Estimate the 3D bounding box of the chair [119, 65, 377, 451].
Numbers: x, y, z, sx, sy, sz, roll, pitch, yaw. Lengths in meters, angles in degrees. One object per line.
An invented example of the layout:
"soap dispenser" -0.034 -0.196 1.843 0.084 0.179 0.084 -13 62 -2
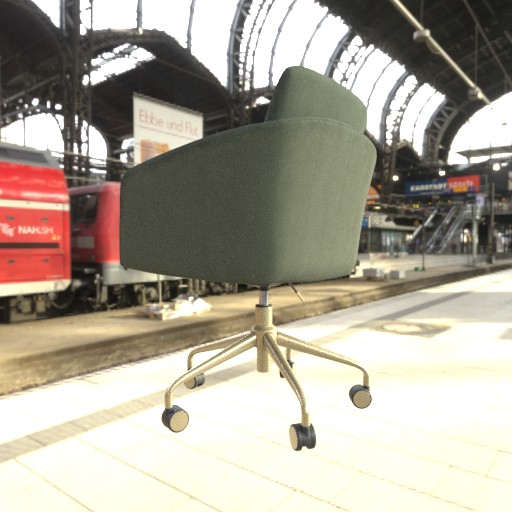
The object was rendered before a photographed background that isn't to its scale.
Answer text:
"chair" 0.000 0.000 1.345 0.635 0.908 0.641 1 2 36
